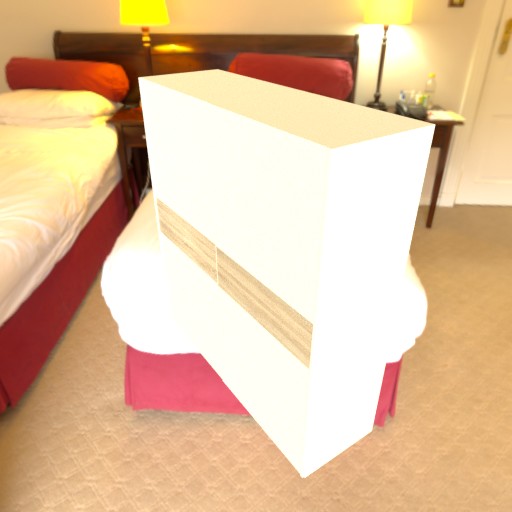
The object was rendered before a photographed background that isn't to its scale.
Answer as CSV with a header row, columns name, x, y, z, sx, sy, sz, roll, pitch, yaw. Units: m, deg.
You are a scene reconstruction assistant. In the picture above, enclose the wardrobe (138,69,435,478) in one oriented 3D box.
name,x,y,z,sx,sy,sz,roll,pitch,yaw
wardrobe,0.000,0.000,2.919,0.600,2.020,1.830,-20,36,-29
